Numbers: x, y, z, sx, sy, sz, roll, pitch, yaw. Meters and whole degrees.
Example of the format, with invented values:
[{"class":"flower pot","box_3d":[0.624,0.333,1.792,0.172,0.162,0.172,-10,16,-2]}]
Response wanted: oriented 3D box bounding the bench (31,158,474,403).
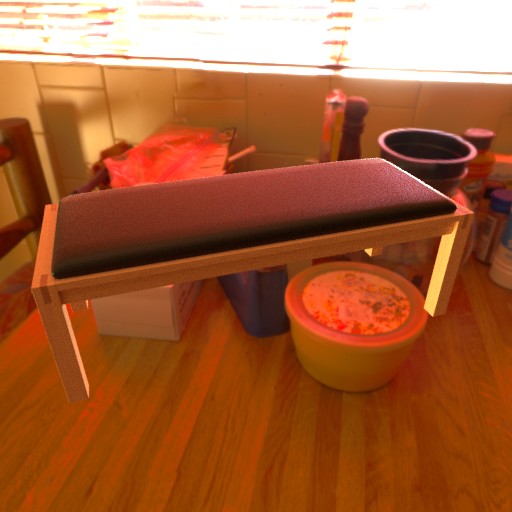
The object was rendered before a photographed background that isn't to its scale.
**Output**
[{"class":"bench","box_3d":[0.000,0.000,1.411,1.202,0.430,0.450,-10,33,-15]}]
